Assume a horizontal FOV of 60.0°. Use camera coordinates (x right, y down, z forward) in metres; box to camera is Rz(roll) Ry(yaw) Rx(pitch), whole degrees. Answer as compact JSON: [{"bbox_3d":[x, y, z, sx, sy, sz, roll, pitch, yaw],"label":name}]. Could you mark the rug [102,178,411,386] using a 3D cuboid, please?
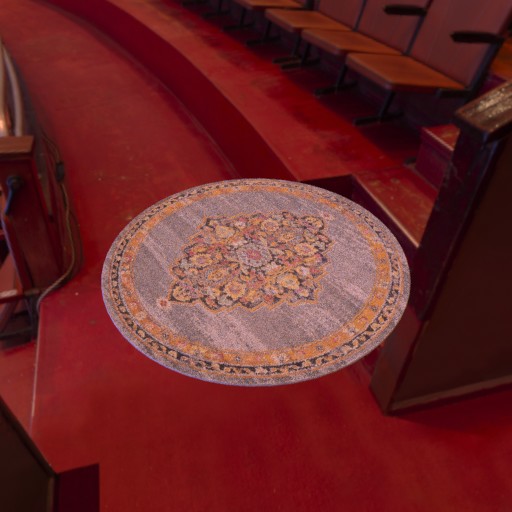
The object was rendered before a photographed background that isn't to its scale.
[{"bbox_3d":[0.000,0.000,3.533,2.382,0.014,2.382,0,40,0],"label":"rug"}]
